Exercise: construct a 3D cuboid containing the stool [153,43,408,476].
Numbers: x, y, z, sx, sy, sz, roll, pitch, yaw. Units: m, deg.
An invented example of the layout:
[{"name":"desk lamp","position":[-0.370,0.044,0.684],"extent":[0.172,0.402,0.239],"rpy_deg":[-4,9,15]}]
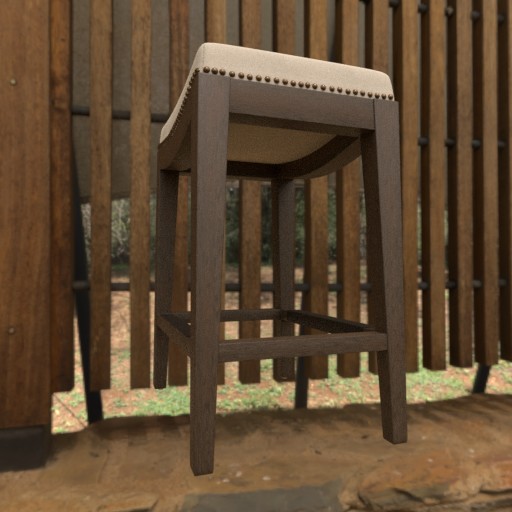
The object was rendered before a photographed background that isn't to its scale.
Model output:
[{"name":"stool","position":[0.000,0.000,0.922],"extent":[0.361,0.642,0.500],"rpy_deg":[1,-2,-19]}]
